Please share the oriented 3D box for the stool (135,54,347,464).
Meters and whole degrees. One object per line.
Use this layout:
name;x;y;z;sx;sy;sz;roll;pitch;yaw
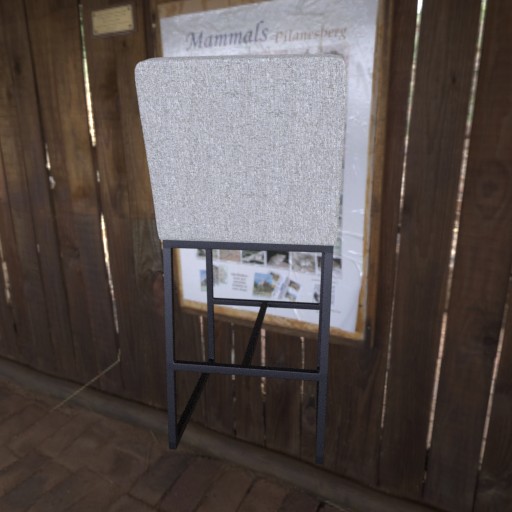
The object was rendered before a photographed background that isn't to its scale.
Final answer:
stool;0.000;0.000;1.321;0.459;1.034;0.571;2;16;8
